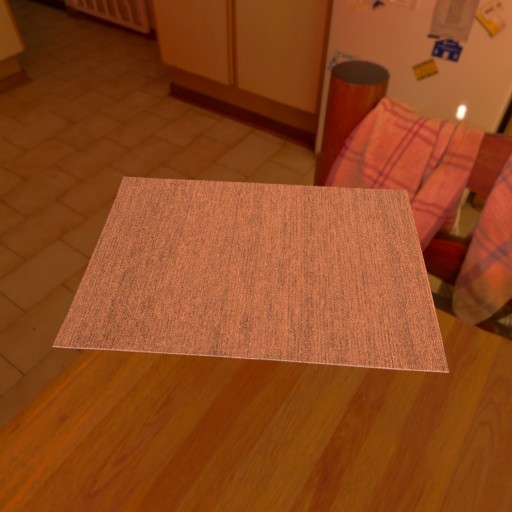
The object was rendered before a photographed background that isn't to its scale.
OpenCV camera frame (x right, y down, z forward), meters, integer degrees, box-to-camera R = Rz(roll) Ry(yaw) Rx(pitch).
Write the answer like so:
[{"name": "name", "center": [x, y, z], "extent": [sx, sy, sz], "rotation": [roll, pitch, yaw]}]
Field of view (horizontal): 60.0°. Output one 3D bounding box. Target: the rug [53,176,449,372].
[{"name": "rug", "center": [0.000, 0.000, 3.114], "extent": [2.338, 0.030, 1.616], "rotation": [3, 48, 3]}]
